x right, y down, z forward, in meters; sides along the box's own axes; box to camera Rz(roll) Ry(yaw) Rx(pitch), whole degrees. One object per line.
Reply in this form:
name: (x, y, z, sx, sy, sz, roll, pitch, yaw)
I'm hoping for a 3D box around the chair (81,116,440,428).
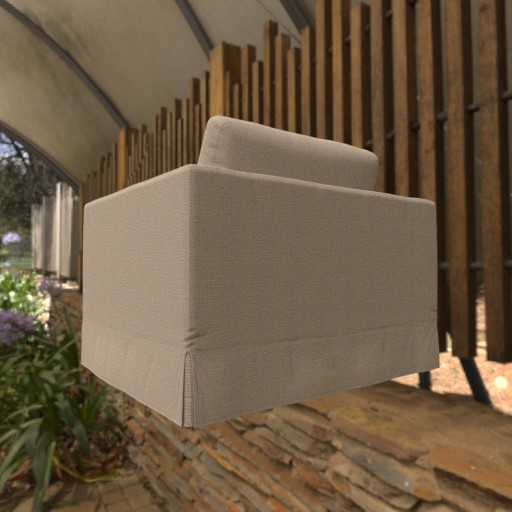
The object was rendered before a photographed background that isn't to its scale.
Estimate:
chair: (0.000, 0.000, 1.799, 1.150, 0.878, 0.957, 1, -2, -37)
